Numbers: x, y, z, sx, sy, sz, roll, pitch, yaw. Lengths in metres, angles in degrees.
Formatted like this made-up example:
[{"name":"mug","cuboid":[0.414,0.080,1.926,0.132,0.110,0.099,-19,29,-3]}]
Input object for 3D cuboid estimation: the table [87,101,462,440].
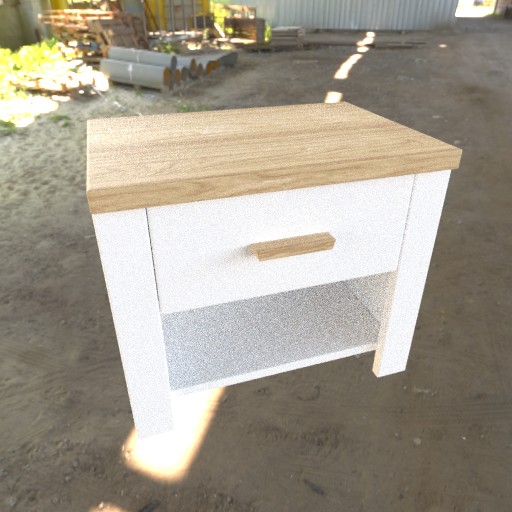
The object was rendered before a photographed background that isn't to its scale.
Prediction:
[{"name":"table","cuboid":[0.000,0.000,0.800,0.500,0.440,0.360,-9,32,-16]}]
